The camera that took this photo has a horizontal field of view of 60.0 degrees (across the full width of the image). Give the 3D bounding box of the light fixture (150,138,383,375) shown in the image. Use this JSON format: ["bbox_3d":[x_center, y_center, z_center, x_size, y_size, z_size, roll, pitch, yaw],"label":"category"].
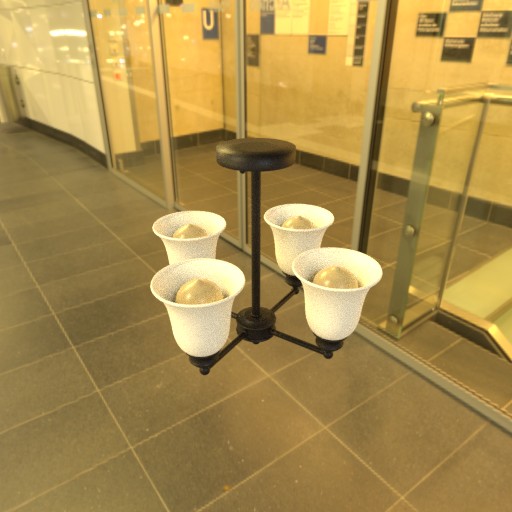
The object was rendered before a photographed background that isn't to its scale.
[{"bbox_3d":[0.000,0.000,1.878,1.069,0.925,1.069,17,32,30],"label":"light fixture"}]
